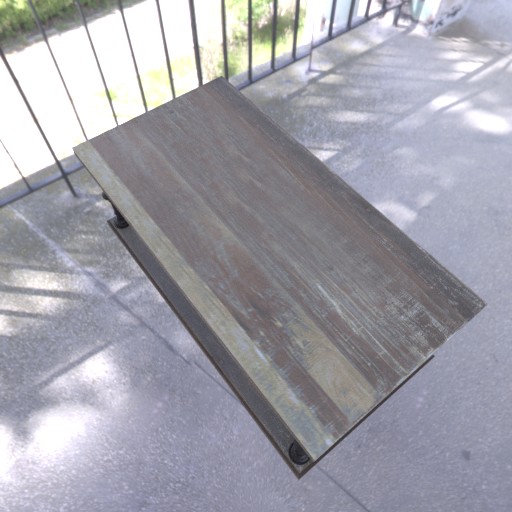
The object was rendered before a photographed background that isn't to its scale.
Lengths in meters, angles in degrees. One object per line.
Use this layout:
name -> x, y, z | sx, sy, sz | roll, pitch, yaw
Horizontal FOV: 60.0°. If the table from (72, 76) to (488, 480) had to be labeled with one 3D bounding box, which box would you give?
table -> 0.000, 0.000, 1.361 | 0.554, 0.399, 1.088 | -34, 64, -19
